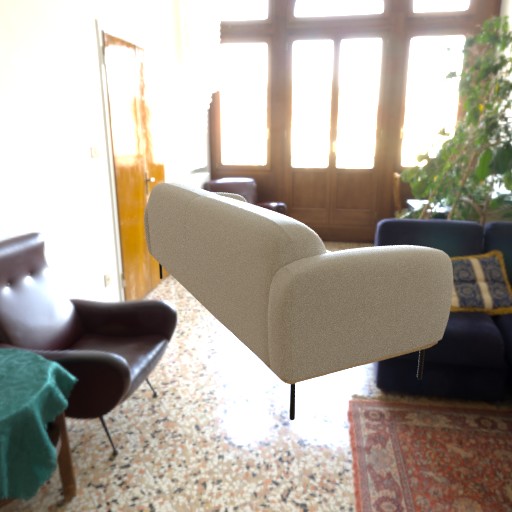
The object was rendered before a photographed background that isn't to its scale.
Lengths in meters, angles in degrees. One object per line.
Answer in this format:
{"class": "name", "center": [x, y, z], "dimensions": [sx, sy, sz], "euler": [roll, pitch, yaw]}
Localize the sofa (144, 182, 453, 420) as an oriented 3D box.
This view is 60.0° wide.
{"class": "sofa", "center": [0.000, 0.000, 2.680], "dimensions": [0.880, 0.780, 2.257], "euler": [-7, 17, -25]}
